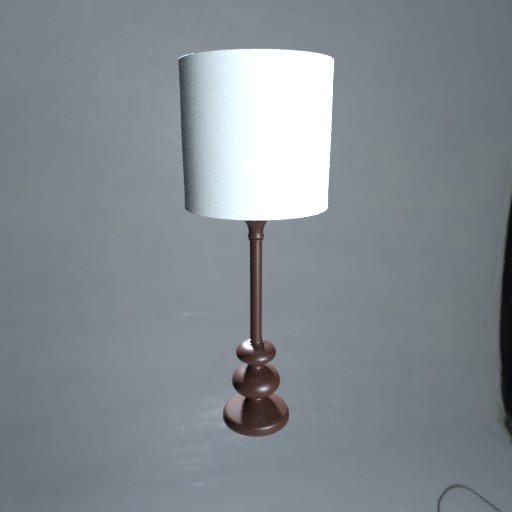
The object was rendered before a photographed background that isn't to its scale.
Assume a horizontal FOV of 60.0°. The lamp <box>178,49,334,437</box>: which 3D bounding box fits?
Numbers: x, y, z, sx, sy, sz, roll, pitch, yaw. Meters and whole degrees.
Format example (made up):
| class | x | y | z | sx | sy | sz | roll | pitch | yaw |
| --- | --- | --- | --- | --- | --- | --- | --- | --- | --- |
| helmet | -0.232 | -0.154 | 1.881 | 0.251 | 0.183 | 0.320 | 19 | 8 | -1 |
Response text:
| class | x | y | z | sx | sy | sz | roll | pitch | yaw |
| --- | --- | --- | --- | --- | --- | --- | --- | --- | --- |
| lamp | 0.000 | 0.000 | 0.823 | 0.254 | 0.690 | 0.254 | -2 | 16 | -7 |
